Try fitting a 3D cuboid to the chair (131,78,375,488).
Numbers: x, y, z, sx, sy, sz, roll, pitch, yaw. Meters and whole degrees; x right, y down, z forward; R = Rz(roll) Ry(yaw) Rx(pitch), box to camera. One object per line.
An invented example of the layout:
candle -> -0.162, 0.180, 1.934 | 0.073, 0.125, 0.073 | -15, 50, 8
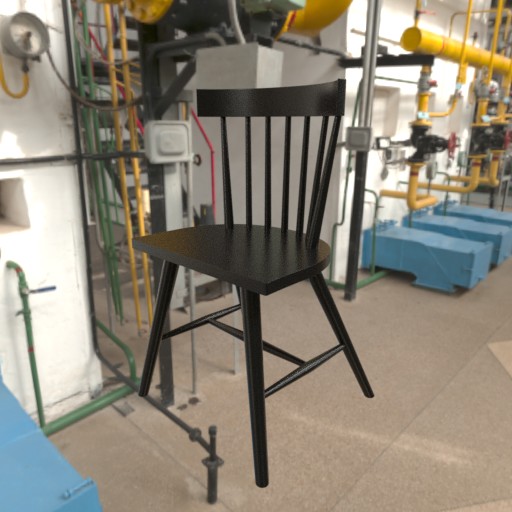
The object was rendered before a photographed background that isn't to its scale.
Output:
chair -> 0.000, 0.000, 1.165 | 0.506, 0.844, 0.483 | 16, 23, 42
